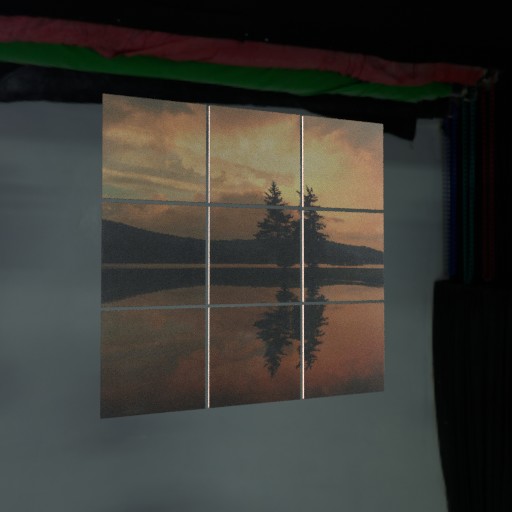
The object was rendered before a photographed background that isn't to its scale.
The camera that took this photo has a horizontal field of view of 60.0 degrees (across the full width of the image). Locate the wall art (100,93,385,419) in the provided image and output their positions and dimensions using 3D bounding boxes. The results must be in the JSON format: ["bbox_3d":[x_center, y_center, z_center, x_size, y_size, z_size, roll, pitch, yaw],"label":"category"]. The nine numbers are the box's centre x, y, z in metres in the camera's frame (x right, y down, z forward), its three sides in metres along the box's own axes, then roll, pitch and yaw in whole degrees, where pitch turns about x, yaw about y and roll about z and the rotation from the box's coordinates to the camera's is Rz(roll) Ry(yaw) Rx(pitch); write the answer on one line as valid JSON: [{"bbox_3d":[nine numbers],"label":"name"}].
[{"bbox_3d":[0.000,0.000,1.846,1.216,1.218,0.013,0,-1,-17],"label":"wall art"}]
